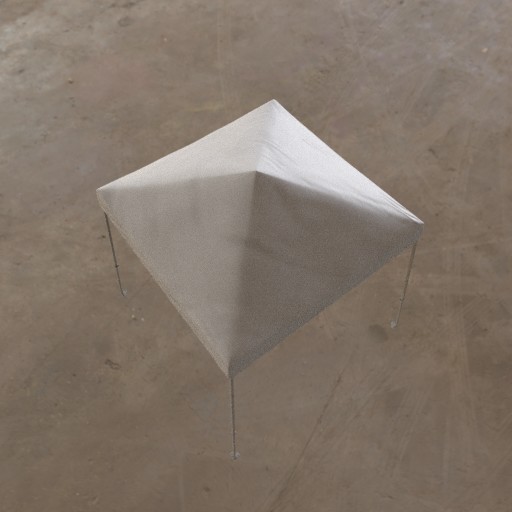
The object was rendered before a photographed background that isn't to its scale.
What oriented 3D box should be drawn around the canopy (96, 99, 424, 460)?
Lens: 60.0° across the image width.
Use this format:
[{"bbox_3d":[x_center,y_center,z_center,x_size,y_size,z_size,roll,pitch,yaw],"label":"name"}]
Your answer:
[{"bbox_3d":[0.000,0.000,5.189,2.848,2.849,2.849,-33,63,-19],"label":"canopy"}]
